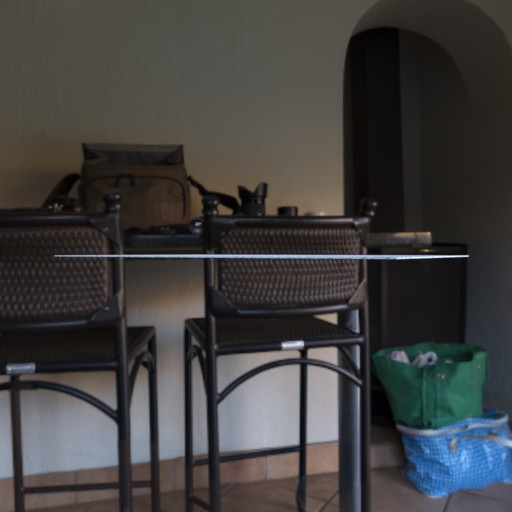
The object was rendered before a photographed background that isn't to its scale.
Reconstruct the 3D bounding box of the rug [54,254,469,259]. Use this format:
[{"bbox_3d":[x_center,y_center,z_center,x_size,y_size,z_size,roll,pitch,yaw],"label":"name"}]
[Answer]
[{"bbox_3d":[0.000,0.000,3.075,2.441,0.008,1.526,0,0,35],"label":"rug"}]
